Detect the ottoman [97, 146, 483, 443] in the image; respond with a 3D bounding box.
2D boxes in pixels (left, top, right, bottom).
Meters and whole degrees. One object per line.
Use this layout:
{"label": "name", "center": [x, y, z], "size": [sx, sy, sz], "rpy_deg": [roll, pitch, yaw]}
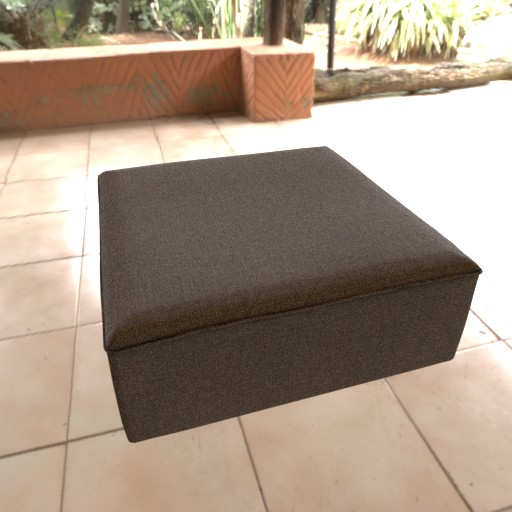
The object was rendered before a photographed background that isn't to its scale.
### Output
{"label": "ottoman", "center": [0.000, 0.000, 1.563], "size": [1.017, 0.423, 1.023], "rpy_deg": [-9, 35, -14]}
